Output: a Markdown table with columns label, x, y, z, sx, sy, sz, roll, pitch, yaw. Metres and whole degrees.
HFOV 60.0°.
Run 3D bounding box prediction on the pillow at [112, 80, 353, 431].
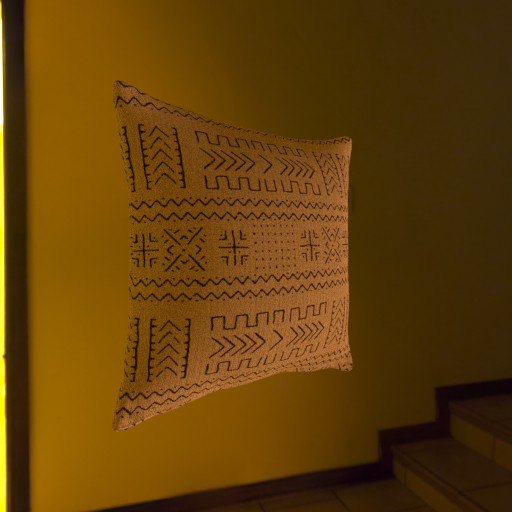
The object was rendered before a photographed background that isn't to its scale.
| label | x | y | z | sx | sy | sz | roll | pitch | yaw |
| --- | --- | --- | --- | --- | --- | --- | --- | --- | --- |
| pillow | 0.000 | 0.000 | 0.670 | 0.438 | 0.430 | 0.164 | -1 | 1 | -37 |
